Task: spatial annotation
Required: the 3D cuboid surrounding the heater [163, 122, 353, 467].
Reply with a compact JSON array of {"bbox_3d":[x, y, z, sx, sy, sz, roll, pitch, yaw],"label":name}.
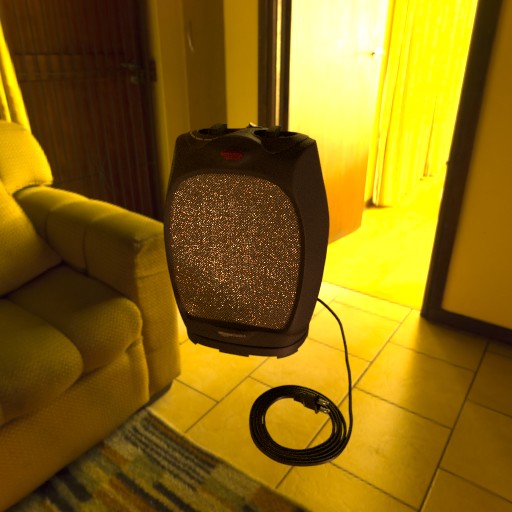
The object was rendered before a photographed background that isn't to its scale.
[{"bbox_3d":[0.000,0.000,0.473,0.239,0.255,0.291,7,26,14],"label":"heater"}]
